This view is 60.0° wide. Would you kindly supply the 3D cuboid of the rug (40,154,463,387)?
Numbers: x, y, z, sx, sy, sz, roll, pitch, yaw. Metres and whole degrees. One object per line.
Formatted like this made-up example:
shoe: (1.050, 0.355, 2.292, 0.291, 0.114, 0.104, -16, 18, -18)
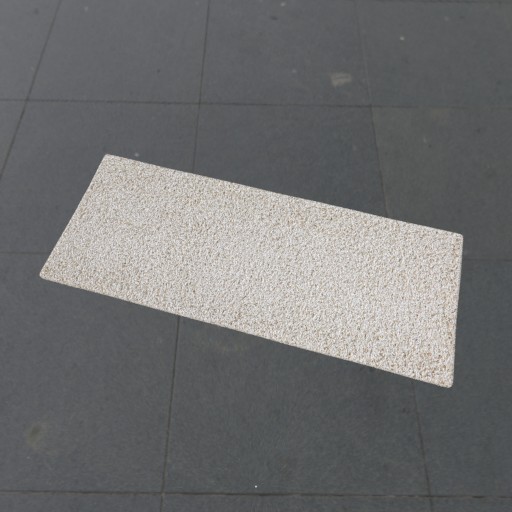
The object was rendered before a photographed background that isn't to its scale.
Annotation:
rug: (0.000, 0.000, 1.706, 1.524, 0.030, 0.609, 14, 63, 7)
